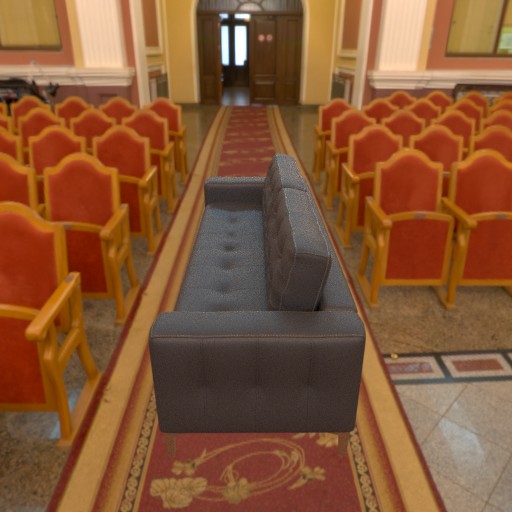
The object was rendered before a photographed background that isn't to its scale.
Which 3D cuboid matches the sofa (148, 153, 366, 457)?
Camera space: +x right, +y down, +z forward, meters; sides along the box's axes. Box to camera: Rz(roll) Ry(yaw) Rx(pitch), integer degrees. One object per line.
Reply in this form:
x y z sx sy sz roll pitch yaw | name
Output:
0.000 0.000 2.722 0.833 0.893 2.275 0 25 0 | sofa
